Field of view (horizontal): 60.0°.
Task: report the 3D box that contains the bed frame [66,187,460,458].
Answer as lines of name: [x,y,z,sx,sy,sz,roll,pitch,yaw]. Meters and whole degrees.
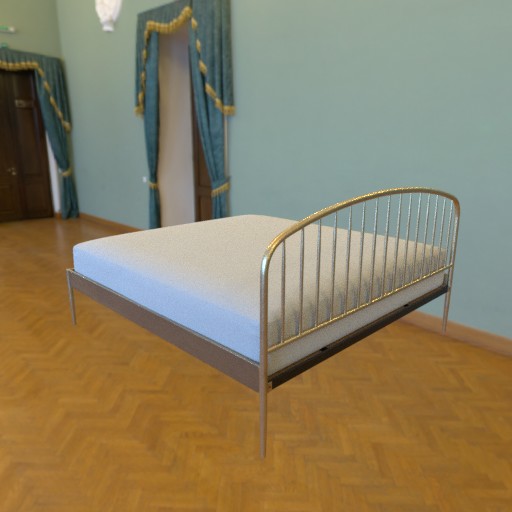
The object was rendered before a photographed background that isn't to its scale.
bed frame: [0.000,0.000,3.330,2.016,1.174,2.152,-14,21,-43]
